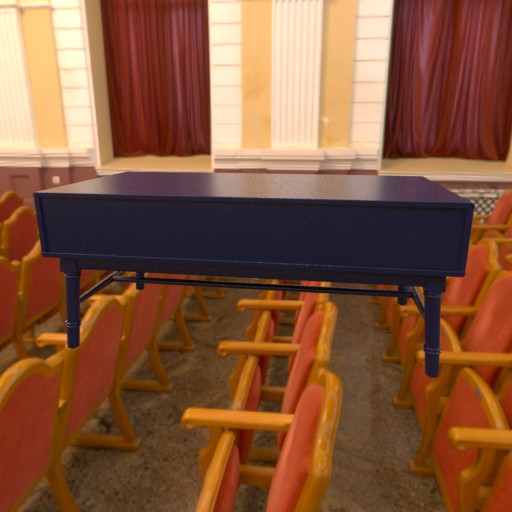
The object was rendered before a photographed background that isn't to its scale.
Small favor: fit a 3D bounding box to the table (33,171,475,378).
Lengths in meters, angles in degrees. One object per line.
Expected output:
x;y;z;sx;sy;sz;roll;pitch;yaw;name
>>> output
0.000;0.000;1.388;1.067;0.457;0.572;3;16;9;table
